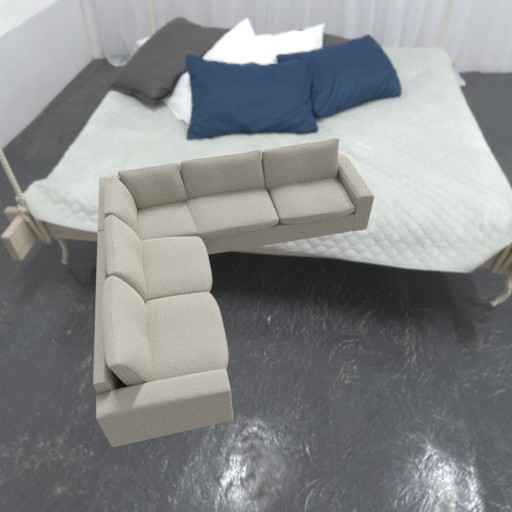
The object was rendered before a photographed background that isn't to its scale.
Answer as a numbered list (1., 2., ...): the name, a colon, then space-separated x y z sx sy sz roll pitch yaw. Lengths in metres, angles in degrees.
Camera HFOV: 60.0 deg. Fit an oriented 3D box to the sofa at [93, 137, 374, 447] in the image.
1. sofa: 0.000 0.000 4.741 3.206 0.918 3.066 -9 46 -9
